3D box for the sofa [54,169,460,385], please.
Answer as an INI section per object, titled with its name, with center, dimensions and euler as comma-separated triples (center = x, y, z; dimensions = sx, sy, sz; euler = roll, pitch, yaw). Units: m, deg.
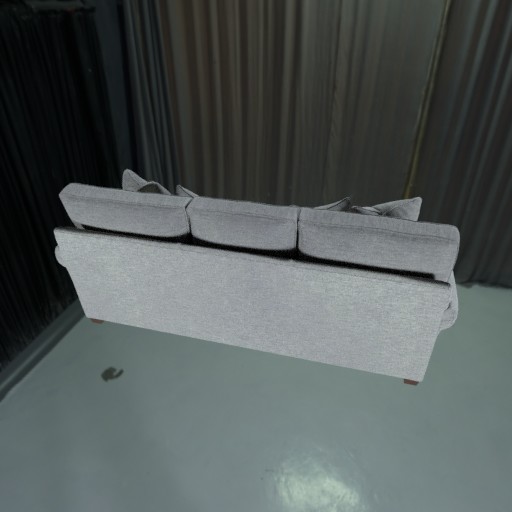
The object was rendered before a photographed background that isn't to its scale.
[sofa]
center = 0.000, 0.000, 2.819
dimensions = 2.312, 0.975, 0.965
euler = 8, 33, 13
